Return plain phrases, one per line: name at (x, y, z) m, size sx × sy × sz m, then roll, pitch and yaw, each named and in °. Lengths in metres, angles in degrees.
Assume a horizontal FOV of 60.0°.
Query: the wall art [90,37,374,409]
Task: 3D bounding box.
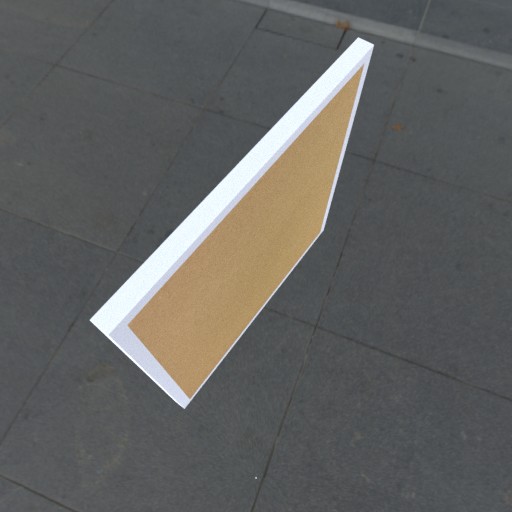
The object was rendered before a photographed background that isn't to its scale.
wall art at (0.000, 0.000, 1.119) m, size 0.038 × 0.761 × 0.763 m, roll 34°, pitch 68°, yaw 15°
